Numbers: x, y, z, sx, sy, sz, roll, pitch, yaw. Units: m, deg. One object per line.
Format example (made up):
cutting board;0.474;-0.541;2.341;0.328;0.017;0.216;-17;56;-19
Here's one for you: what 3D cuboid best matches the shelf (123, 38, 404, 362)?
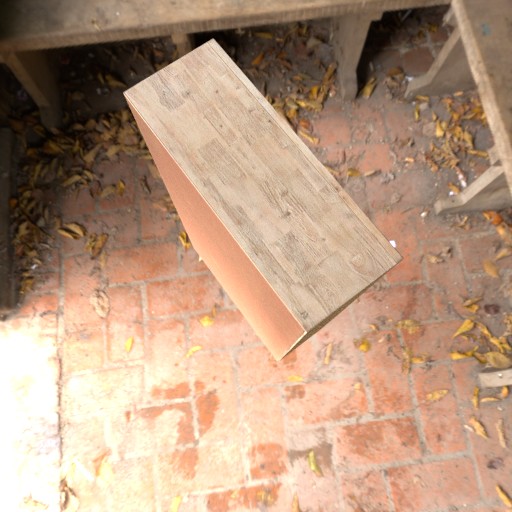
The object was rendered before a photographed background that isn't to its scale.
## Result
shelf;0.000;0.000;1.764;0.308;1.471;0.748;-35;77;-10
